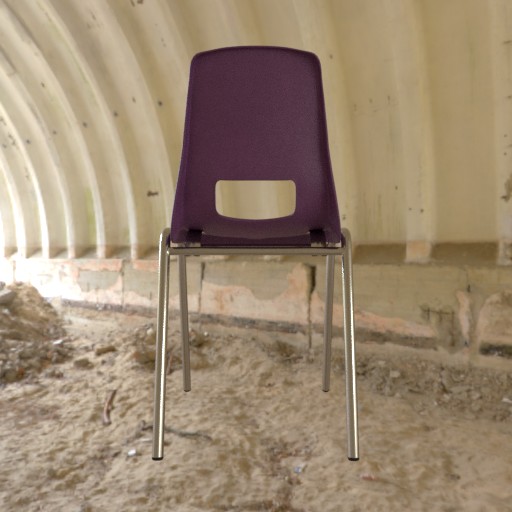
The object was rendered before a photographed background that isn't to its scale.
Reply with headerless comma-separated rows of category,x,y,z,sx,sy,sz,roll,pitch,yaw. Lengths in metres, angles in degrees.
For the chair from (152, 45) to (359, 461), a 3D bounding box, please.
chair,0.000,0.000,0.950,0.381,0.704,0.432,0,0,0
